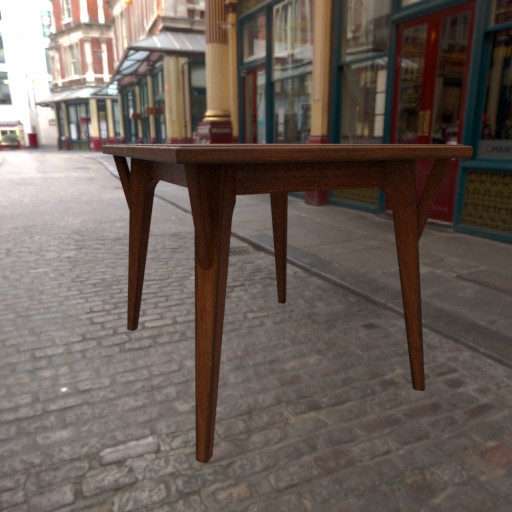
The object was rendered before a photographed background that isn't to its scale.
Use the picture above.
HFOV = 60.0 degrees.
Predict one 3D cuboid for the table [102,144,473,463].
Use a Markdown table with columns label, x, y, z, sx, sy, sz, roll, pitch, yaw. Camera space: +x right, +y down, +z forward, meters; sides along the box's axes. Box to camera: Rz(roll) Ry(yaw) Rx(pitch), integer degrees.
| label | x | y | z | sx | sy | sz | roll | pitch | yaw |
| --- | --- | --- | --- | --- | --- | --- | --- | --- | --- |
| table | 0.000 | 0.000 | 1.557 | 0.838 | 0.761 | 0.991 | -7 | 16 | -26 |
